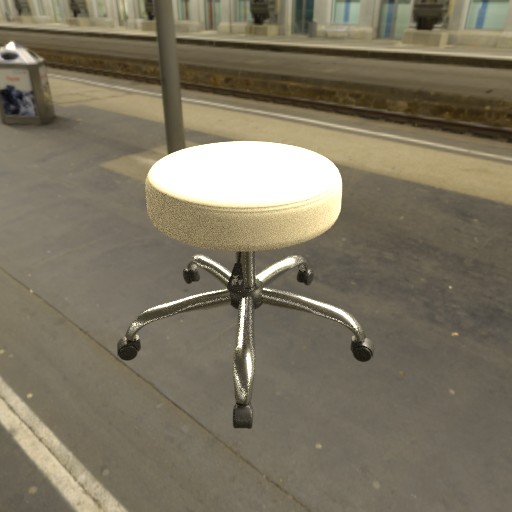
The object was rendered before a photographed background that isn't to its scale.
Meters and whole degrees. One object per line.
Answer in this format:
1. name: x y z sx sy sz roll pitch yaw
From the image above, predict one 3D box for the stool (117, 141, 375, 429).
1. stool: 0.000 0.000 1.072 0.614 0.482 0.634 10 31 16
